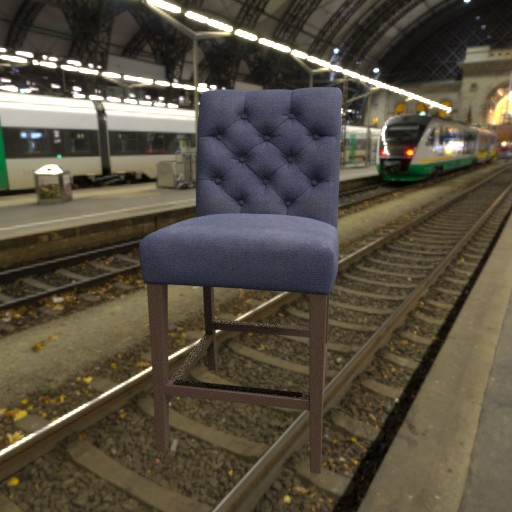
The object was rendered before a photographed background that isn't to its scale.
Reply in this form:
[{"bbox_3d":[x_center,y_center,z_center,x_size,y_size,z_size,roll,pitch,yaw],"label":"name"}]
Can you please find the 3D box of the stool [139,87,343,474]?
[{"bbox_3d":[0.000,0.000,1.341,0.493,1.010,0.601,3,14,11],"label":"stool"}]
